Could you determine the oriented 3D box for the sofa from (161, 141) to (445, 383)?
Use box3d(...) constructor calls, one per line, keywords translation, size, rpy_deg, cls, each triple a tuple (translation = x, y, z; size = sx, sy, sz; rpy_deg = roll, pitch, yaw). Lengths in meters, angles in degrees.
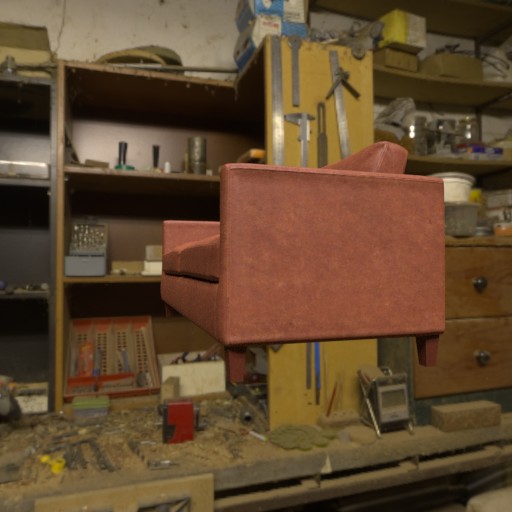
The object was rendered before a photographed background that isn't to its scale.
box3d(translation=(0.000, 0.000, 2.685), size=(0.950, 0.932, 2.204), rpy_deg=(0, -1, -17), cls="sofa")
